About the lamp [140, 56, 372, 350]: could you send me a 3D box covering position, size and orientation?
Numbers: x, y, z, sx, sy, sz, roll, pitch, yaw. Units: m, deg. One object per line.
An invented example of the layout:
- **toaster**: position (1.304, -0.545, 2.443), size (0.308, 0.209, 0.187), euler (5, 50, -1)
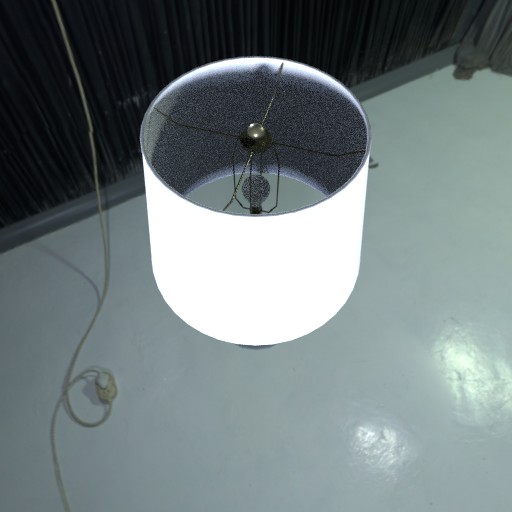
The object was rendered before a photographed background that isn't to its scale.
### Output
- **lamp**: position (0.000, 0.000, 0.531), size (0.239, 0.399, 0.239), euler (0, 58, 0)
